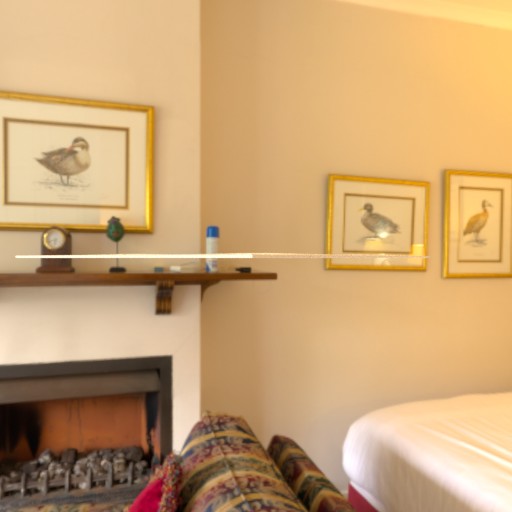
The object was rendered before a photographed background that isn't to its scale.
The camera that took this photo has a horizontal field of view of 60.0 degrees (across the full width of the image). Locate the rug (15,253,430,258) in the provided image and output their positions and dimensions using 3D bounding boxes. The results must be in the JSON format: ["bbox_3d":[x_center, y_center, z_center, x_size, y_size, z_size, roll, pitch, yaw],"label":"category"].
[{"bbox_3d":[0.000,0.000,3.057,1.706,0.026,2.438,0,0,35],"label":"rug"}]
